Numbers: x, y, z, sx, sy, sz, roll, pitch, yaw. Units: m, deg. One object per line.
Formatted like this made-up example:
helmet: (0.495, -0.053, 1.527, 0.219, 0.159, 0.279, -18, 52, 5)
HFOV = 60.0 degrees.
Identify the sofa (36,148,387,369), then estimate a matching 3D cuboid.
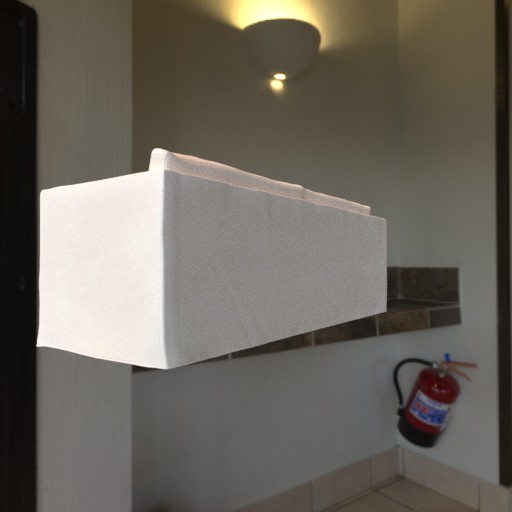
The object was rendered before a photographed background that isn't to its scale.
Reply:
sofa: (0.000, 0.000, 3.255, 1.036, 0.999, 2.779, -1, -1, 36)
